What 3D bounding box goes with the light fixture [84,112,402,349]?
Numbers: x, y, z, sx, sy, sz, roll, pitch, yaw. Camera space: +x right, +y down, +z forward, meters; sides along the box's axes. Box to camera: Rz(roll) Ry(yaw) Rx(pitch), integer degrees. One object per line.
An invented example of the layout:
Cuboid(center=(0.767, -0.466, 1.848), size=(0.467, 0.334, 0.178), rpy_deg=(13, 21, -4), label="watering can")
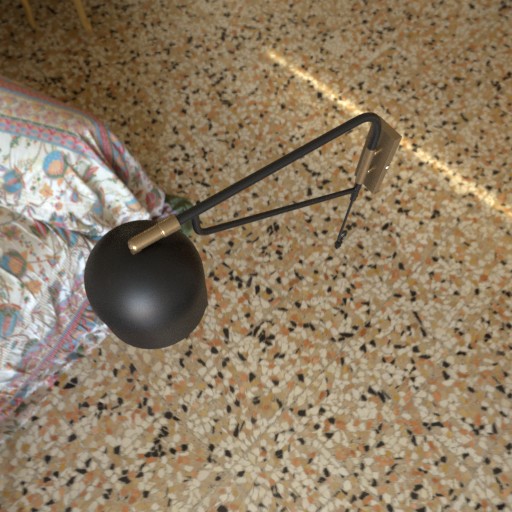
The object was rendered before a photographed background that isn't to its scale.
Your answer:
Cuboid(center=(0.000, 0.000, 1.073), size=(0.720, 0.696, 0.215), rpy_deg=(-33, 69, -14), label="light fixture")
